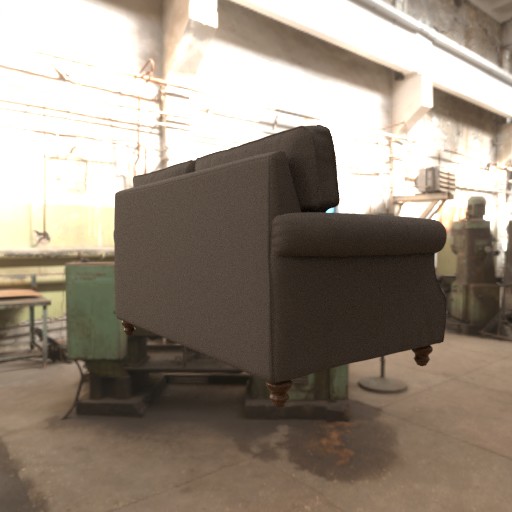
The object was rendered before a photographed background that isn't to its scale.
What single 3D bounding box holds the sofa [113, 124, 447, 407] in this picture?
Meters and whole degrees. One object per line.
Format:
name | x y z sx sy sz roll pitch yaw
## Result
sofa | 0.000 0.000 2.231 0.964 0.937 1.665 -1 3 -36
